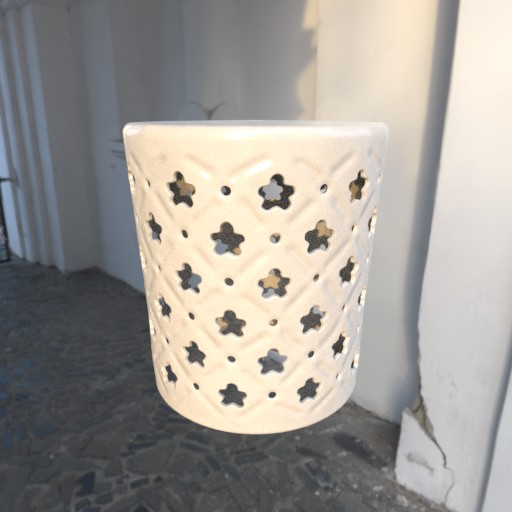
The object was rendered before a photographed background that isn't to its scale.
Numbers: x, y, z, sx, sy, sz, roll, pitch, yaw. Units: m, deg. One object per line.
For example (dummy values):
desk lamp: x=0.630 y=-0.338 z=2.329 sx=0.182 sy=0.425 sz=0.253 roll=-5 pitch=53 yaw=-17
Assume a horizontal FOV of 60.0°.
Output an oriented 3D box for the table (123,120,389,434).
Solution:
table: x=0.000 y=0.000 z=0.660 sx=0.352 sy=0.387 sz=0.352 roll=0 pitch=18 yaw=0
